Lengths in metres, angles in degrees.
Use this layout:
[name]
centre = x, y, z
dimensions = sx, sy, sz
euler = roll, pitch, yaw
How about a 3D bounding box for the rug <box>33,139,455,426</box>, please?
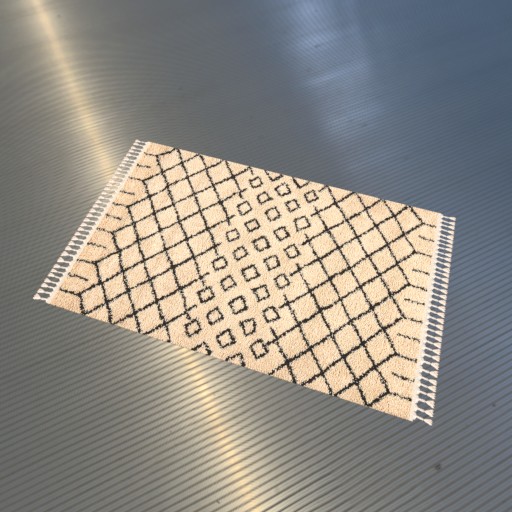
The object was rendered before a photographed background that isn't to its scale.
[rug]
centre = 0.000, 0.000, 2.392
dimensions = 2.006, 0.008, 1.196
euler = 16, 60, 9
